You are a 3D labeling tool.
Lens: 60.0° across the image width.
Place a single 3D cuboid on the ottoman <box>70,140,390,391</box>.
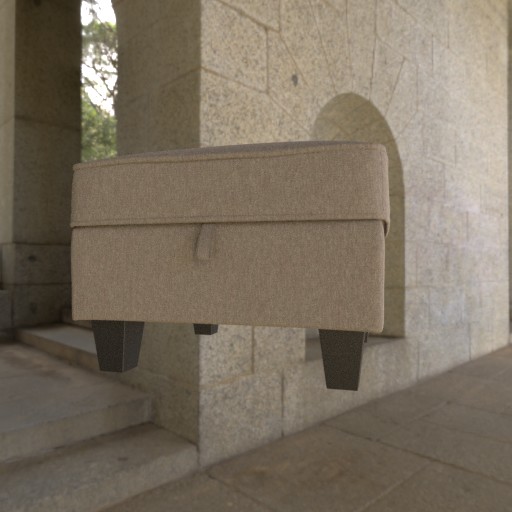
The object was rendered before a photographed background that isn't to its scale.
[{"bbox_3d":[0.000,0.000,1.401,0.808,0.612,0.871,0,-1,16],"label":"ottoman"}]
